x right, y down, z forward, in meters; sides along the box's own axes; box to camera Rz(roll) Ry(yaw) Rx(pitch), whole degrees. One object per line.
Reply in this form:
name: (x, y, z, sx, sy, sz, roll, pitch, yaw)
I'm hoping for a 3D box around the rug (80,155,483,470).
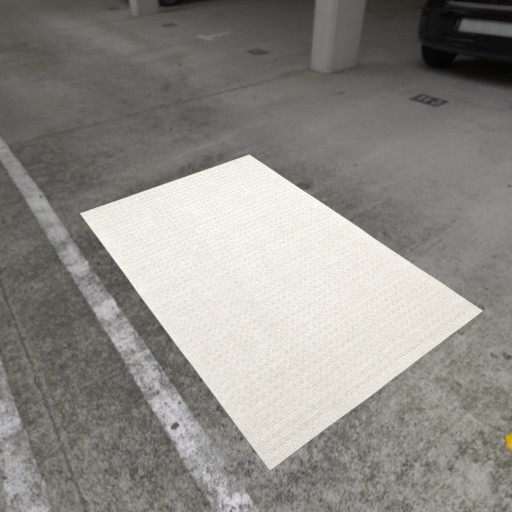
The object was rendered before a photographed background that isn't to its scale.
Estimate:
rug: (0.000, 0.000, 2.874, 1.523, 0.006, 2.289, -25, 47, -27)
